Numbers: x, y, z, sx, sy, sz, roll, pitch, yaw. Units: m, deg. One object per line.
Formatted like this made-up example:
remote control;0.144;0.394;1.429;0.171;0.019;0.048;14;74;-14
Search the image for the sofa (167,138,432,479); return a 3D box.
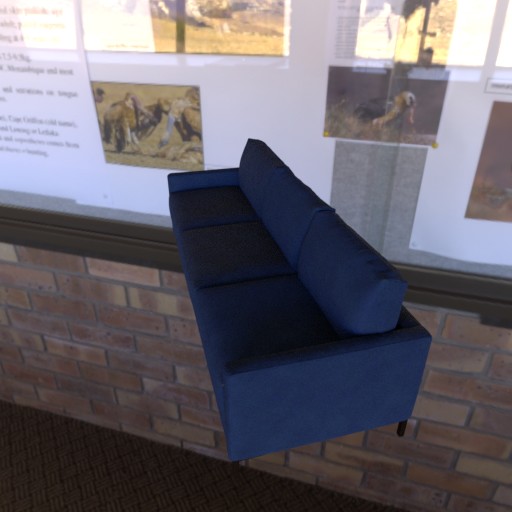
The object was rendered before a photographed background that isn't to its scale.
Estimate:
sofa;0.000;0.000;2.683;0.875;0.879;2.252;-8;31;-13
